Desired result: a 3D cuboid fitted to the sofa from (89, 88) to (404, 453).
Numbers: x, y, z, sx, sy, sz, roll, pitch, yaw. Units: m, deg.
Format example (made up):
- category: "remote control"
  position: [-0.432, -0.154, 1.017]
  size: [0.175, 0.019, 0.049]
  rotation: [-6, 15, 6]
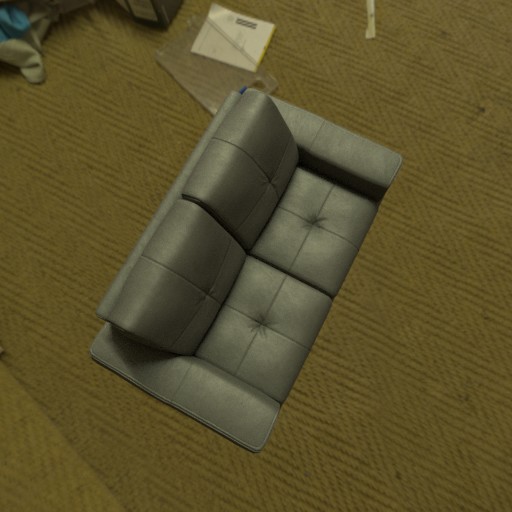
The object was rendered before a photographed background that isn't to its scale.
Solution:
- category: "sofa"
  position: [0.000, 0.000, 2.447]
  size: [1.018, 0.907, 1.806]
  rotation: [27, 78, 6]
